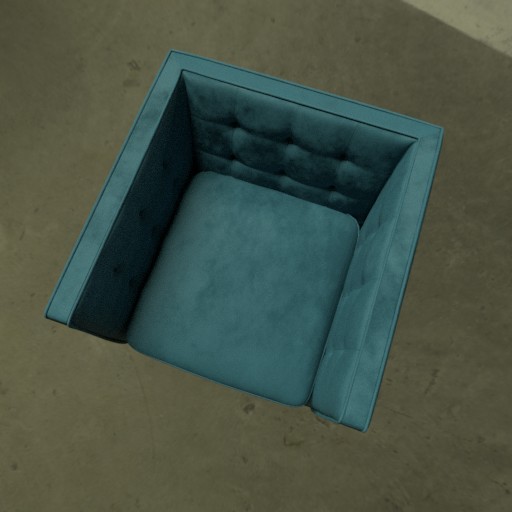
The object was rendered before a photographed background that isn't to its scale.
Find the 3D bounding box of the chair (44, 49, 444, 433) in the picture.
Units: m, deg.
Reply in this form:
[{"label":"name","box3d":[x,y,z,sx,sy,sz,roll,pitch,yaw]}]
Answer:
[{"label":"chair","box3d":[0.000,0.000,1.555,0.880,0.790,0.894,18,75,5]}]
